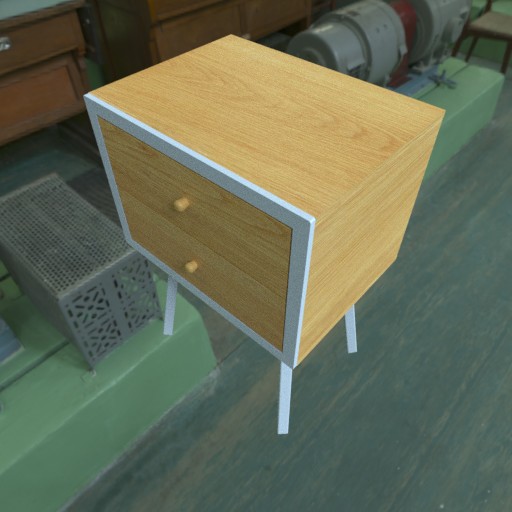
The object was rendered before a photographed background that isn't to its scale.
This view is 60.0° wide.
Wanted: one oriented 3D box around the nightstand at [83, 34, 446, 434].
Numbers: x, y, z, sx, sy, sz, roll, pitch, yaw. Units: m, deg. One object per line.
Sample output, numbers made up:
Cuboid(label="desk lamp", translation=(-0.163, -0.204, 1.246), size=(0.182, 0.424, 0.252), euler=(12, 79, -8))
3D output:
Cuboid(label="nightstand", translation=(0.000, 0.000, 0.823), size=(0.400, 0.601, 0.316), euler=(33, 55, 27))
